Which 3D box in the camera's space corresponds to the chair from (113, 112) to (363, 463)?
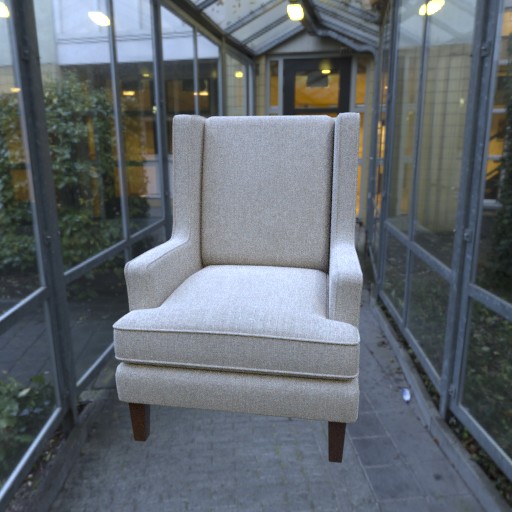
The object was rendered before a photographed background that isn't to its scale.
[{"bbox_3d":[0.000,0.000,1.706,0.764,1.082,0.948,2,14,9],"label":"chair"}]
